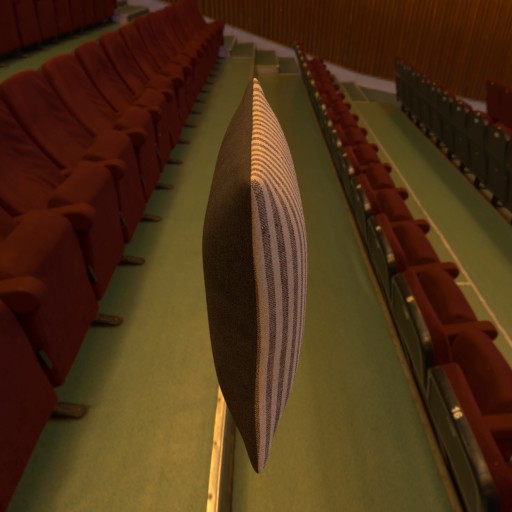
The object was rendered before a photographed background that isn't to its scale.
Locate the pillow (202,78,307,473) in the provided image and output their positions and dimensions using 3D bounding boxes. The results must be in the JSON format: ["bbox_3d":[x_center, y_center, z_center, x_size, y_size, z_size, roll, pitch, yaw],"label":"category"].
[{"bbox_3d":[0.000,0.000,0.797,0.166,0.506,0.523,0,33,0],"label":"pillow"}]
